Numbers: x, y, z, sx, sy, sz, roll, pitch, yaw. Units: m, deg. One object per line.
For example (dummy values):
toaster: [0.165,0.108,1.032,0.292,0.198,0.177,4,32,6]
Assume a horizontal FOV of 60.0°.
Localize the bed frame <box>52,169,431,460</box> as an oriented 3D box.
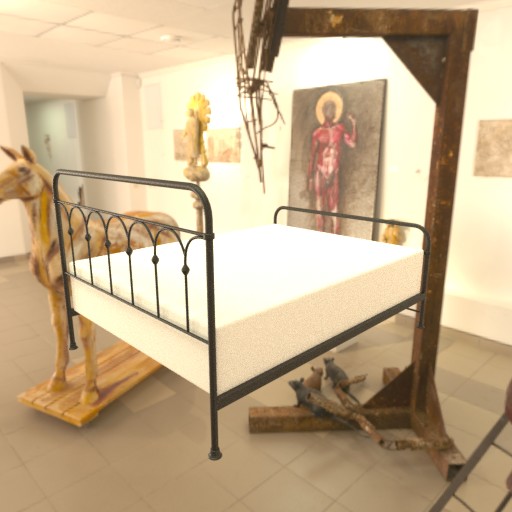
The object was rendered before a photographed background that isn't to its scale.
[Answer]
bed frame: [0.000,0.000,3.221,2.203,1.276,1.664,-14,20,-43]
